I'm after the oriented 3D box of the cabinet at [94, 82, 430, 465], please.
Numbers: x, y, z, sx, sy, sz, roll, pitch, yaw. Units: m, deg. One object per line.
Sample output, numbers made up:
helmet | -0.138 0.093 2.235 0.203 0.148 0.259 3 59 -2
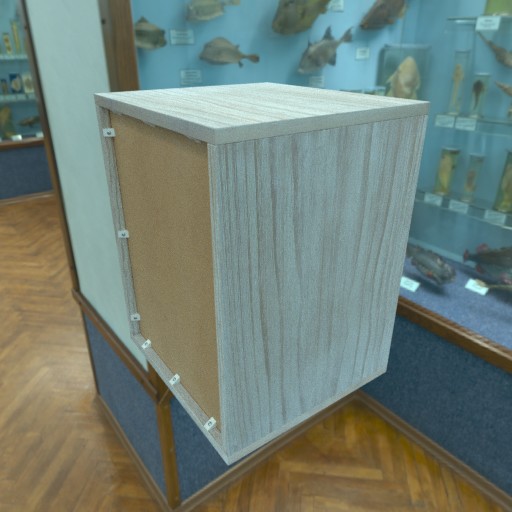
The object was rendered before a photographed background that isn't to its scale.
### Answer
cabinet | 0.000 0.000 0.852 0.401 0.579 0.409 -18 31 -32
